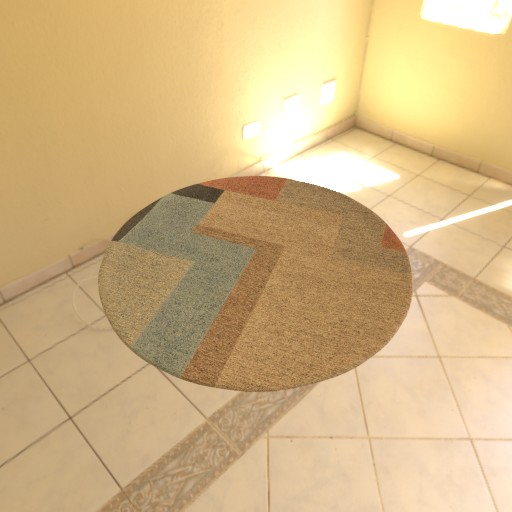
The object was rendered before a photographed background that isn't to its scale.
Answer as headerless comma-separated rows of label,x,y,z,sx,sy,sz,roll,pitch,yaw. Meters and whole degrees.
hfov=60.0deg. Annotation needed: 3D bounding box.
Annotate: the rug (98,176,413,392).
rug,0.000,0.000,3.578,2.461,0.033,2.461,0,41,0
